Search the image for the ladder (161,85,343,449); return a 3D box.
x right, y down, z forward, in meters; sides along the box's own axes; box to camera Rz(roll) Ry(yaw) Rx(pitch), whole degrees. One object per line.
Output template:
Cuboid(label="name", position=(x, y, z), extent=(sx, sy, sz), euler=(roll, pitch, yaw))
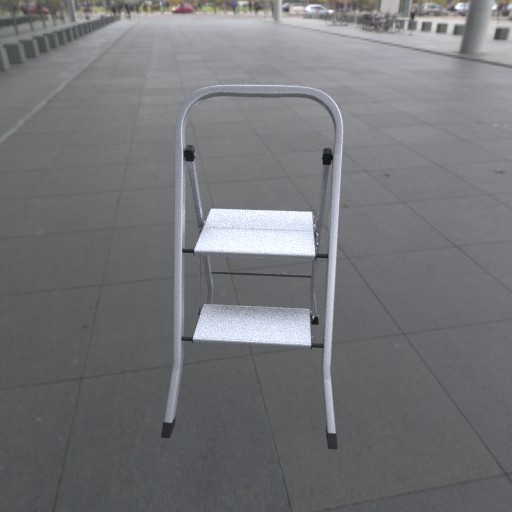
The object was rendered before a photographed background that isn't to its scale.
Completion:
Cuboid(label="ladder", position=(0.000, 0.000, 1.184), extent=(0.465, 0.830, 0.530), euler=(2, 30, 4))
